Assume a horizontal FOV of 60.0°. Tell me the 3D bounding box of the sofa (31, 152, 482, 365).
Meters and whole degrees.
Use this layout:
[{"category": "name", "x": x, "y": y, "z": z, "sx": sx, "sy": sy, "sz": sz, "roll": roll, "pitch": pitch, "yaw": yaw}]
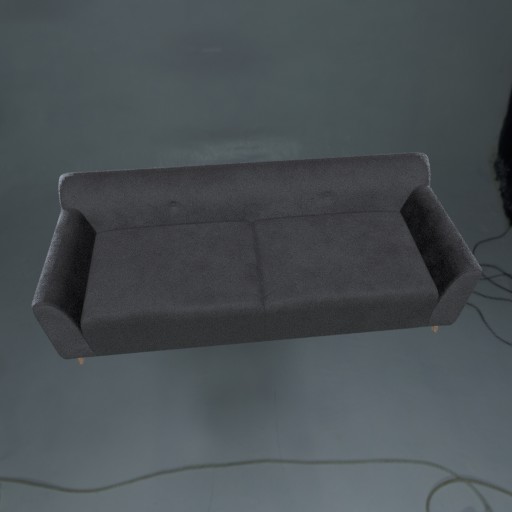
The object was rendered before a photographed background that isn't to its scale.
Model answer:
[{"category": "sofa", "x": 0.000, "y": 0.000, "z": 2.575, "sx": 2.190, "sy": 0.740, "sz": 0.900, "roll": -4, "pitch": 46, "yaw": -4}]
